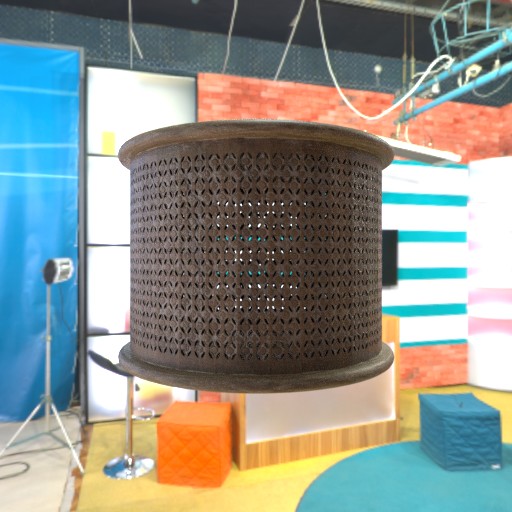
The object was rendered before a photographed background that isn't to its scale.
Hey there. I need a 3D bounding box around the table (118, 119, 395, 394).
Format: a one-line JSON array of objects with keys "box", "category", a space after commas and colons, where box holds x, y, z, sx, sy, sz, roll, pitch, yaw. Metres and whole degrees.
[{"box": [0.000, 0.000, 1.019, 0.607, 0.450, 0.607, 0, 0, 0], "category": "table"}]
